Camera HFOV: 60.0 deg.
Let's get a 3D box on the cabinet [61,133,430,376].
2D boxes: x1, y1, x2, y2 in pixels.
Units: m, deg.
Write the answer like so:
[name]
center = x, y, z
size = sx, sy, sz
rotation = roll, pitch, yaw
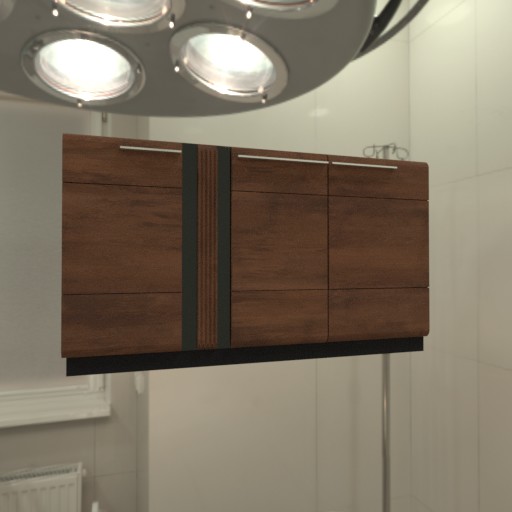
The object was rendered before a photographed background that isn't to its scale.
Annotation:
[cabinet]
center = 0.000, 0.000, 2.031
size = 1.600, 0.900, 0.420
rotation = 0, -1, -17
